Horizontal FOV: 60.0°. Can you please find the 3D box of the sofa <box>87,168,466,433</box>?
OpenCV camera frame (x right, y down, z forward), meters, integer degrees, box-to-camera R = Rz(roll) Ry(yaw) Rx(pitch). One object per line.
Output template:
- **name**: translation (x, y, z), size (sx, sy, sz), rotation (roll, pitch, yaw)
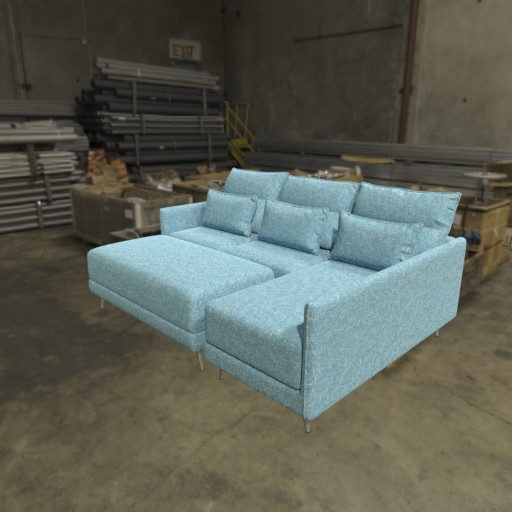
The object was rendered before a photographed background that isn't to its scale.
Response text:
- **sofa**: translation (0.000, 0.000, 2.811), size (1.420, 0.899, 2.034), rotation (-16, 23, -42)
